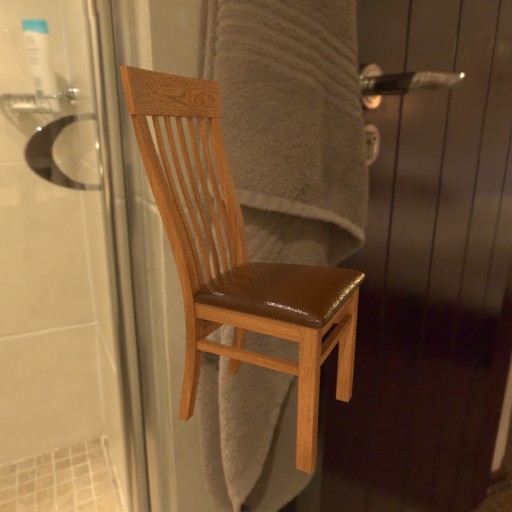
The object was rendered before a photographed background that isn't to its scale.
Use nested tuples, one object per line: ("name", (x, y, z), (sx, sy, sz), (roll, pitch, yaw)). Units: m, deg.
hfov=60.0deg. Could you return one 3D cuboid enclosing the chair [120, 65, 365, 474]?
("chair", (0.000, 0.000, 1.346), (0.580, 1.050, 0.450), (8, 18, 26))
